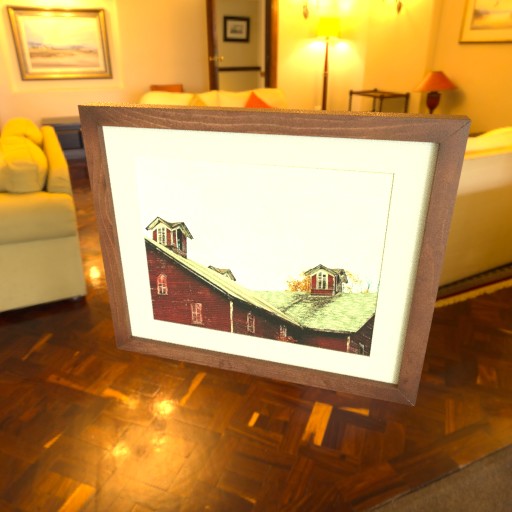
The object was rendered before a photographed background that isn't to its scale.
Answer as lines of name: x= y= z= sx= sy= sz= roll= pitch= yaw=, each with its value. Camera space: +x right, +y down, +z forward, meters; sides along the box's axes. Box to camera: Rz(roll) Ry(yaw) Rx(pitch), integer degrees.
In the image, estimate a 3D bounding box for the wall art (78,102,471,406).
wall art: x=0.000 y=0.000 z=0.520 sx=0.401 sy=0.328 sz=0.030 roll=7 pitch=26 yaw=15
